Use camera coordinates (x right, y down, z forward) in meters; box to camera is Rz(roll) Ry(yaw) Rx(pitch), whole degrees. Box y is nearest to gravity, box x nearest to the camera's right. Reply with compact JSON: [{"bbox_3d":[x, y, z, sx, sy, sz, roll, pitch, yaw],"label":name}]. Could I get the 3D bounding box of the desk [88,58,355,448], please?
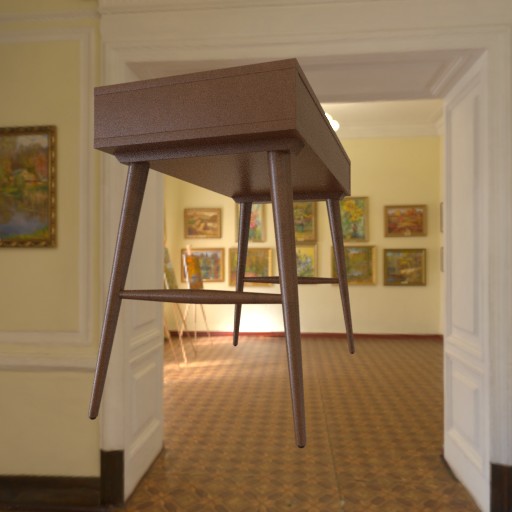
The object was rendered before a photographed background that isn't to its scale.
[{"bbox_3d":[0.000,0.000,1.380,0.510,0.758,0.949,0,-1,18],"label":"desk"}]
